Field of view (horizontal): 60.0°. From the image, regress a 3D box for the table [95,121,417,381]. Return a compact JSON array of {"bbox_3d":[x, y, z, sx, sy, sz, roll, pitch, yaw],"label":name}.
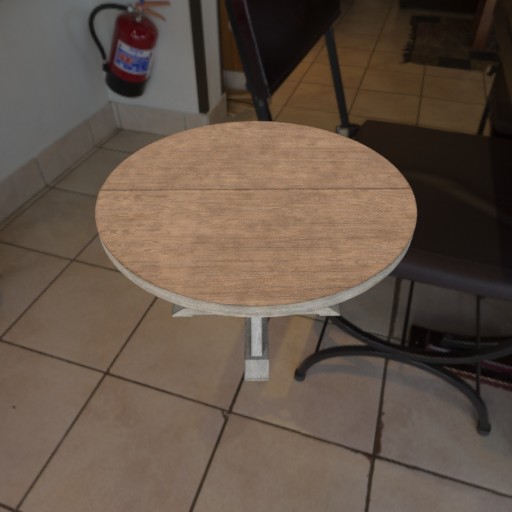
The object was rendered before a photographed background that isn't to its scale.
[{"bbox_3d":[0.000,0.000,2.198,1.363,0.781,1.363,0,42,0],"label":"table"}]
